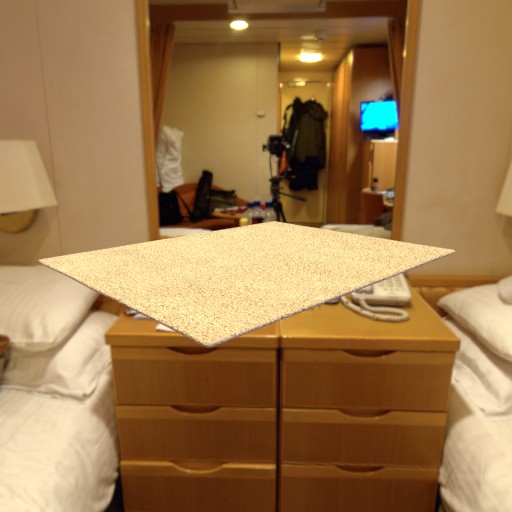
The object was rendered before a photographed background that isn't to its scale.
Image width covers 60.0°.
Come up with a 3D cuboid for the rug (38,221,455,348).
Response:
[{"bbox_3d":[0.000,0.000,4.114,3.047,0.029,2.438,-13,19,-43],"label":"rug"}]
